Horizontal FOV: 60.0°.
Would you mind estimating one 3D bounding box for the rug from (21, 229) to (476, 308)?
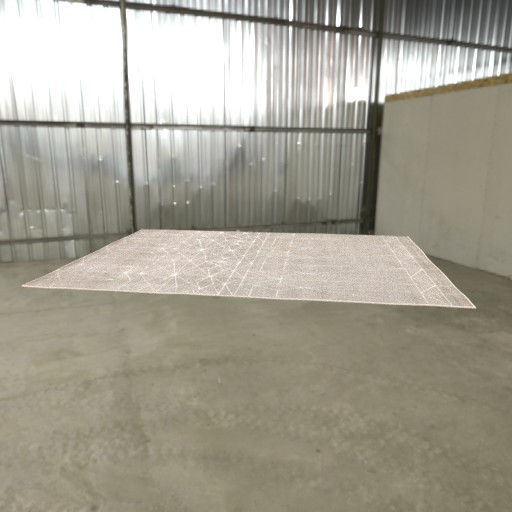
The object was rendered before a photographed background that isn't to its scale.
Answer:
[{"bbox_3d":[0.000,0.000,4.393,3.357,0.019,2.449,2,14,8],"label":"rug"}]
